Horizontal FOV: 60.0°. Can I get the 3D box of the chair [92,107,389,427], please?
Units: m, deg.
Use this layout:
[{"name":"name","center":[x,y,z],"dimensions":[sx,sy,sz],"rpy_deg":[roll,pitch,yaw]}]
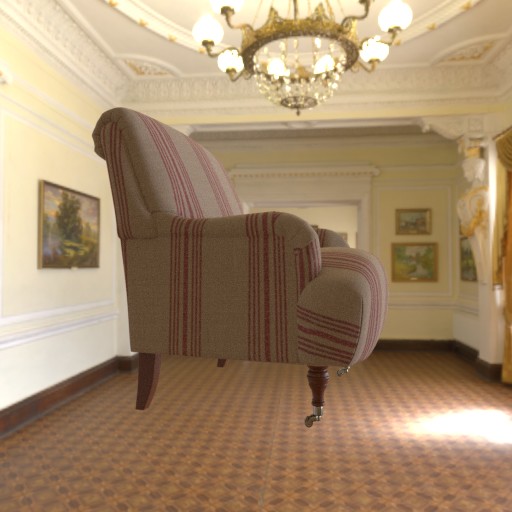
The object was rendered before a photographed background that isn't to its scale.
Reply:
[{"name":"chair","center":[0.000,0.000,1.864],"dimensions":[1.058,1.123,0.933],"rpy_deg":[-1,-2,19]}]
